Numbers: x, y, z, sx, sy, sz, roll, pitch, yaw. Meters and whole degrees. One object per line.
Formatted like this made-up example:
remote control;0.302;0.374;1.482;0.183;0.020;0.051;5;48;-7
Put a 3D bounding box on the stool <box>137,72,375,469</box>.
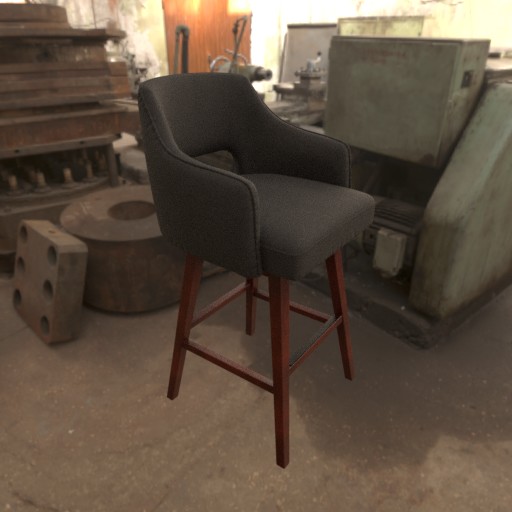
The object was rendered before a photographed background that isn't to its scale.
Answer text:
stool;0.000;0.000;1.355;0.558;1.012;0.548;18;32;32
